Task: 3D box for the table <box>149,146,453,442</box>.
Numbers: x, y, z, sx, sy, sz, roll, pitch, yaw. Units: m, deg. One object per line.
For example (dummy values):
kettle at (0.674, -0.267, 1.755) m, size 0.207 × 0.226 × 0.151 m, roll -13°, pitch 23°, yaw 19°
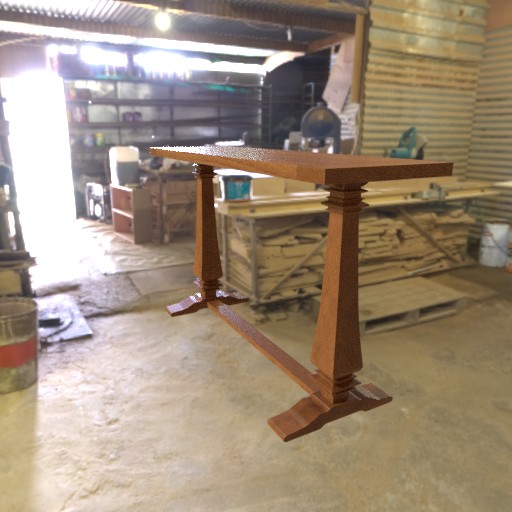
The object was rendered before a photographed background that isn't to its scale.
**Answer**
table at (0.000, 0.000, 1.877) m, size 0.461 × 0.852 × 1.478 m, roll -9°, pitch 18°, yaw -28°
